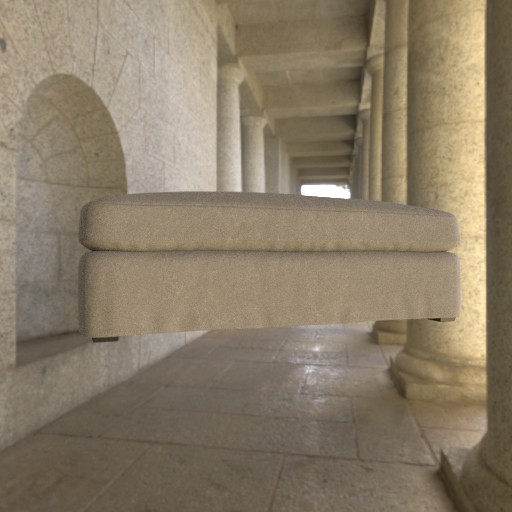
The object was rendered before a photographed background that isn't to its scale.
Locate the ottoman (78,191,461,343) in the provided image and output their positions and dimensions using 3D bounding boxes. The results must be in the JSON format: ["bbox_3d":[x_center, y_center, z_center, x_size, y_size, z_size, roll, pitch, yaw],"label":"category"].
[{"bbox_3d":[0.000,0.000,1.649,1.199,0.429,0.840,0,0,-19],"label":"ottoman"}]
